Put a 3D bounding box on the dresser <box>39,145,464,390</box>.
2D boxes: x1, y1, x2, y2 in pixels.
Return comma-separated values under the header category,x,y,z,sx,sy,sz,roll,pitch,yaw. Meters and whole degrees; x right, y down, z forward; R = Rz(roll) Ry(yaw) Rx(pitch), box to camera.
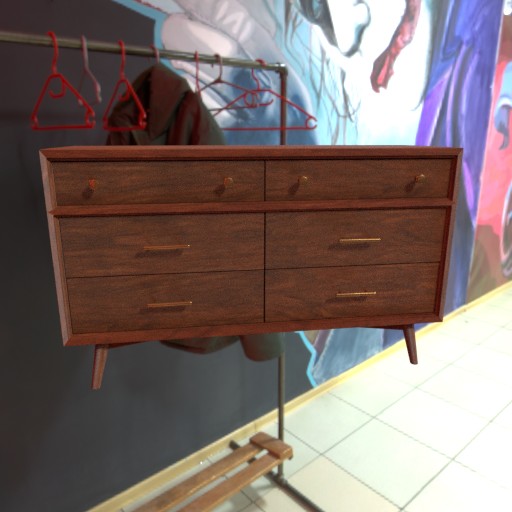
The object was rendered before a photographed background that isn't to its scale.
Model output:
category,x,y,z,sx,sy,sz,roll,pitch,yaw
dresser,0.000,0.000,1.857,1.472,0.889,0.500,-2,15,-8
